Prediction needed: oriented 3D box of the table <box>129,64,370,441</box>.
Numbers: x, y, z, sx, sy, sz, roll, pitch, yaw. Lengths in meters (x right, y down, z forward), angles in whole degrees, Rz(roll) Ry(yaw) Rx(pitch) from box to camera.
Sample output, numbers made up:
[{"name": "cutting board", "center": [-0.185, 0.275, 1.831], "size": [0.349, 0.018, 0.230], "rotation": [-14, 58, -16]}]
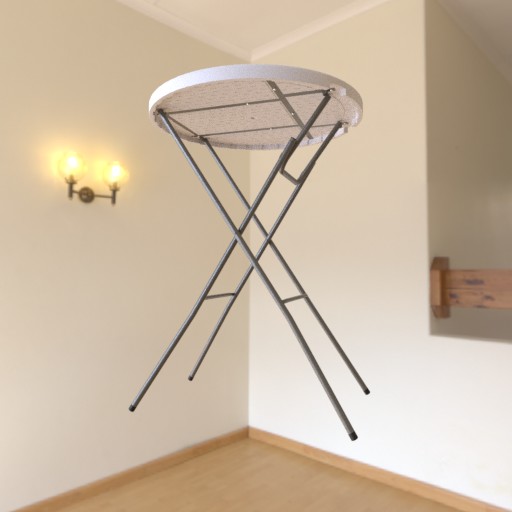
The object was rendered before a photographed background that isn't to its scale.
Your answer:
[{"name": "table", "center": [0.000, 0.000, 1.674], "size": [0.795, 1.105, 0.792], "rotation": [-1, -2, 18]}]
